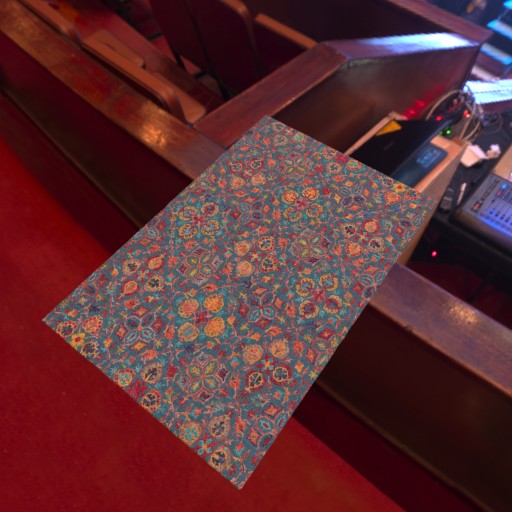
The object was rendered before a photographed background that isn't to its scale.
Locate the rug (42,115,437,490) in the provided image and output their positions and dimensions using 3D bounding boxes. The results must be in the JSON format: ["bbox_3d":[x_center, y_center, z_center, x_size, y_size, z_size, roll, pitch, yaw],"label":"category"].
[{"bbox_3d":[0.000,0.000,2.338,1.216,0.014,1.836,32,63,19],"label":"rug"}]
